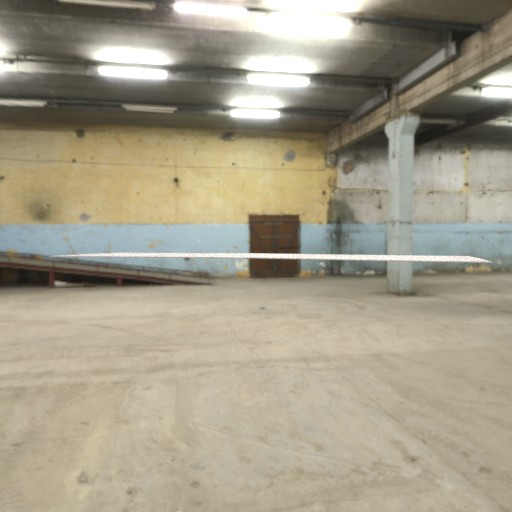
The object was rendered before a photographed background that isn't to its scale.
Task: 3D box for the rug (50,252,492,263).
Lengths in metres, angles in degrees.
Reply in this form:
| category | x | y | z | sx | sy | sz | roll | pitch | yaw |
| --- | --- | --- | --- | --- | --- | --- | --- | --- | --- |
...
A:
| category | x | y | z | sx | sy | sz | roll | pitch | yaw |
| --- | --- | --- | --- | --- | --- | --- | --- | --- | --- |
| rug | 0.000 | 0.000 | 2.570 | 2.346 | 0.013 | 0.712 | 1 | 2 | 18 |
